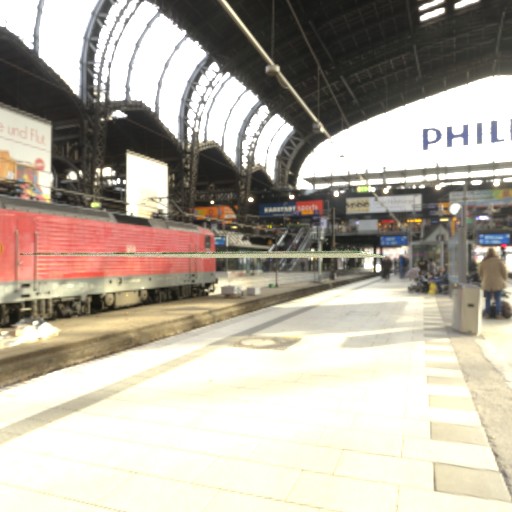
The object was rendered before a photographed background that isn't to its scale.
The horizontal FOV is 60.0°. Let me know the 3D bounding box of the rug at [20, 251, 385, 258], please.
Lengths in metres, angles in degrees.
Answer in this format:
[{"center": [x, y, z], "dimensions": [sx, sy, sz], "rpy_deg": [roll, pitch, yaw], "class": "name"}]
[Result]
[{"center": [0.000, 0.000, 2.295], "dimensions": [1.220, 0.006, 1.826], "rpy_deg": [0, -1, 18], "class": "rug"}]
